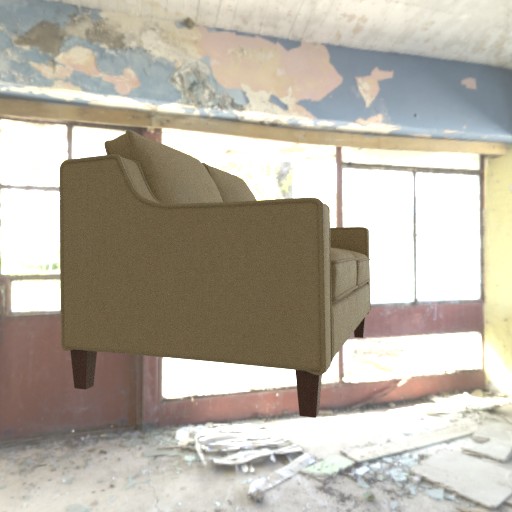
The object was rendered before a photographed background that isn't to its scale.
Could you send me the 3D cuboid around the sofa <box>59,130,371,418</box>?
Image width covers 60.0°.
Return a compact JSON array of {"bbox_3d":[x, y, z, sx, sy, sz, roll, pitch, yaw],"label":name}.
[{"bbox_3d":[0.000,0.000,2.142,0.987,0.971,1.501,0,0,19],"label":"sofa"}]
